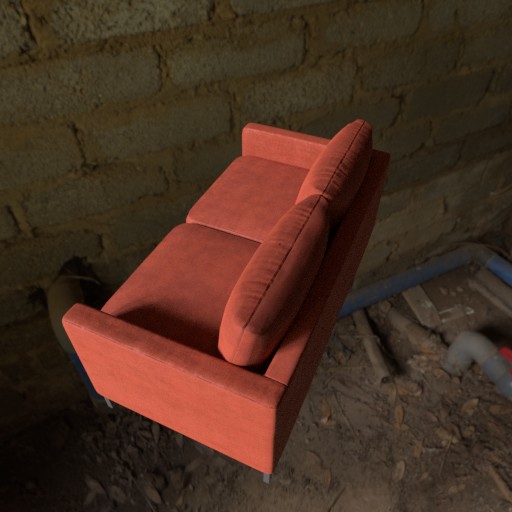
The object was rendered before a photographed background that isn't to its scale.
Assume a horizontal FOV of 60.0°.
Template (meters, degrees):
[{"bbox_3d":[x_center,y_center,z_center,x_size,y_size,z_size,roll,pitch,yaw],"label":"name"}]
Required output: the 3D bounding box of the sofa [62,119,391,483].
[{"bbox_3d":[0.000,0.000,2.093,0.864,0.896,1.574,18,48,17],"label":"sofa"}]
